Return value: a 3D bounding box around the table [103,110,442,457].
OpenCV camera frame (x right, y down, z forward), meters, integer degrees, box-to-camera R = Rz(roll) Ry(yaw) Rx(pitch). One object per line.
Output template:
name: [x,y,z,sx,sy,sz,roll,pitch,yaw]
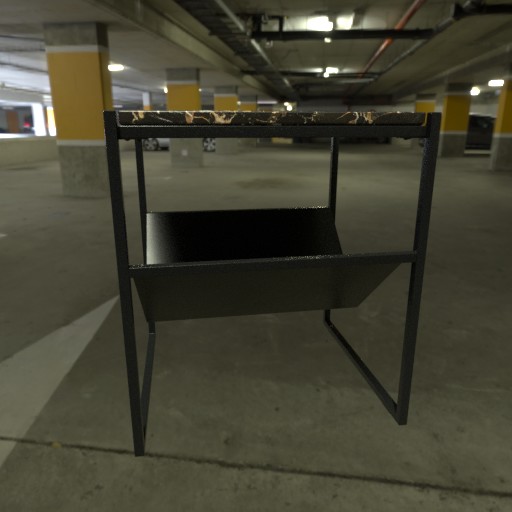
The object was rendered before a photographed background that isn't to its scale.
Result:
table: [0.000,0.000,0.878,0.469,0.534,0.432,-3,17,-9]
